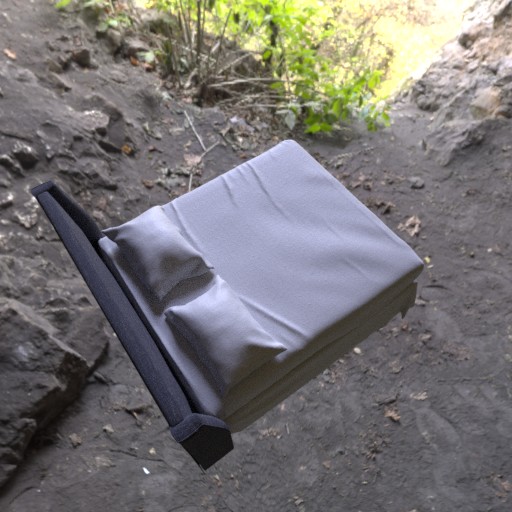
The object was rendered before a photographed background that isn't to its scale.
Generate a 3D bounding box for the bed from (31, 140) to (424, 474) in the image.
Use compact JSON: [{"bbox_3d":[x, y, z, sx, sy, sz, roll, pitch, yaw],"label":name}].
[{"bbox_3d":[0.000,0.000,3.357,2.276,1.332,1.925,-31,63,-18],"label":"bed"}]
